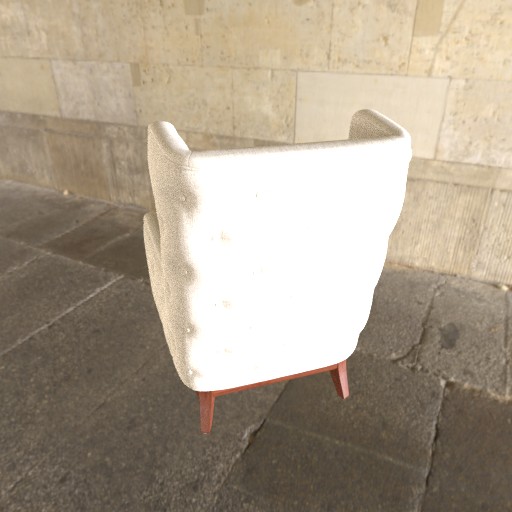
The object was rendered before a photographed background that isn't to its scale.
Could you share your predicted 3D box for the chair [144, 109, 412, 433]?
[{"bbox_3d":[0.000,0.000,1.672,0.778,1.079,0.899,-8,29,-15],"label":"chair"}]
